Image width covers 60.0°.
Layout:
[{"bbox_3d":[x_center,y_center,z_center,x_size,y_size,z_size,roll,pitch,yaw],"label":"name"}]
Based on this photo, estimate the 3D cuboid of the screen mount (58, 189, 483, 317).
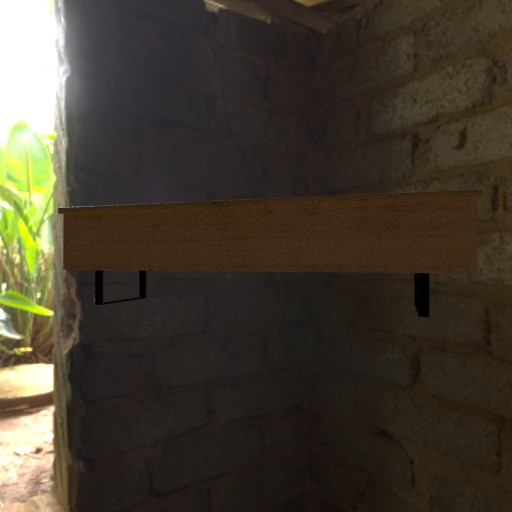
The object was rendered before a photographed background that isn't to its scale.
[{"bbox_3d":[0.000,0.000,1.919,1.700,0.430,0.450,0,0,18],"label":"screen mount"}]
